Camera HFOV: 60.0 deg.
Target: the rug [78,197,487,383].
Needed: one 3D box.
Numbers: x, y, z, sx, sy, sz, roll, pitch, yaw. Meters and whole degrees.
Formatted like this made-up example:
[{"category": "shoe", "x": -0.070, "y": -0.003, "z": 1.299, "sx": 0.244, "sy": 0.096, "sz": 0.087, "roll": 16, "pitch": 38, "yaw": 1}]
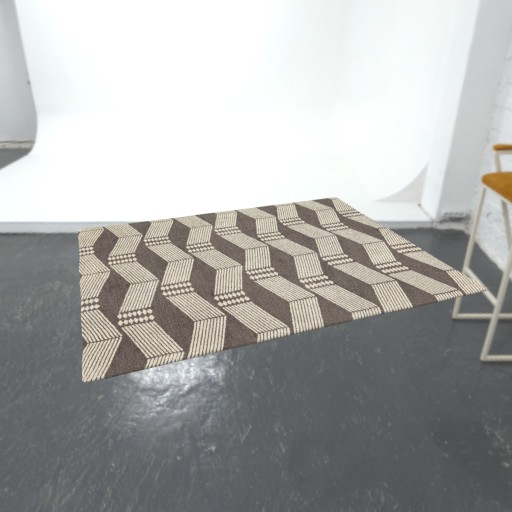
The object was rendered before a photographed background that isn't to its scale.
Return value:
[{"category": "rug", "x": 0.000, "y": 0.000, "z": 4.066, "sx": 3.048, "sy": 0.016, "sz": 2.438, "roll": -9, "pitch": 28, "yaw": -18}]
